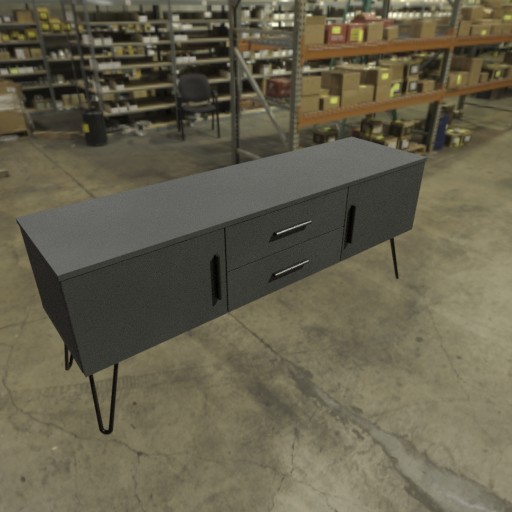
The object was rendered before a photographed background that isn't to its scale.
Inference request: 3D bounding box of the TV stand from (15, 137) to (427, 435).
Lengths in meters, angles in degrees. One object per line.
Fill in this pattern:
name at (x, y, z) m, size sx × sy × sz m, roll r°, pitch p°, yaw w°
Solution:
TV stand at (0.000, 0.000, 1.619) m, size 1.400 × 0.560 × 0.400 m, roll -21°, pitch 36°, yaw -32°
